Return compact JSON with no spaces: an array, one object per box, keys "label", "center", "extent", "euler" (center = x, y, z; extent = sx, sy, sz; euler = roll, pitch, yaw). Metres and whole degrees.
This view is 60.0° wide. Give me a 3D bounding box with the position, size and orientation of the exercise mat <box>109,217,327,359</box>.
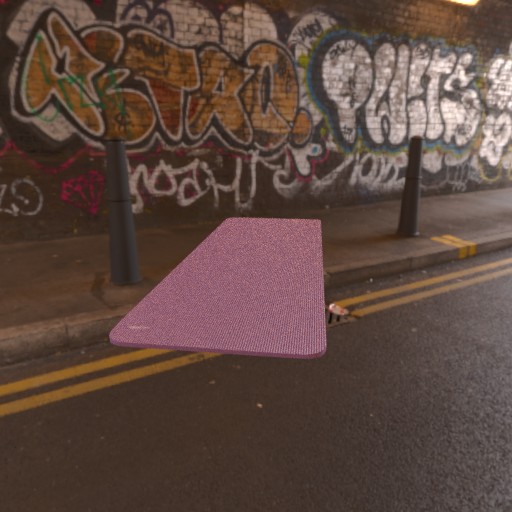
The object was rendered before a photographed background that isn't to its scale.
[{"label":"exercise mat","center":[0.000,0.000,2.072],"extent":[0.616,0.021,1.869],"euler":[2,16,7]}]
